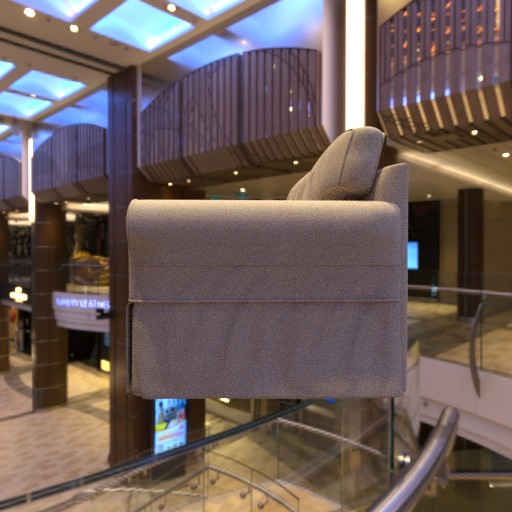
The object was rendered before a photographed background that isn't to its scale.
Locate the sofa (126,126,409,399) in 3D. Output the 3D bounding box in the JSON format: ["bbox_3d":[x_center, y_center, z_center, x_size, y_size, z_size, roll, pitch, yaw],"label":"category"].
[{"bbox_3d":[0.000,0.000,2.305,0.991,0.940,1.727,0,1,-2],"label":"sofa"}]
